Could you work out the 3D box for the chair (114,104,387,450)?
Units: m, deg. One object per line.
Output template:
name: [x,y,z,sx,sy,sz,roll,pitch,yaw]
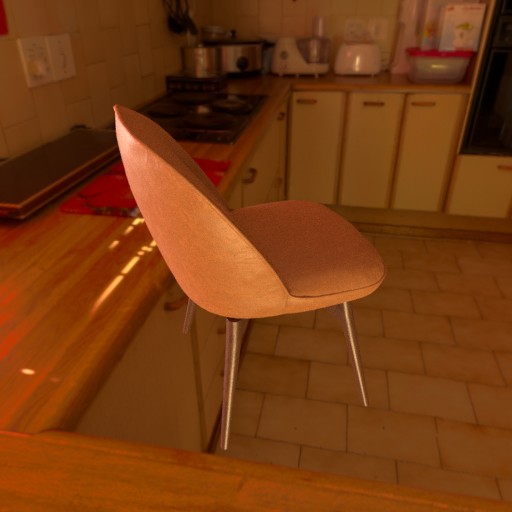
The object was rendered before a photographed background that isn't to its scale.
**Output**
chair: [0.000,0.000,1.225,0.631,0.831,0.521,-10,32,-17]
